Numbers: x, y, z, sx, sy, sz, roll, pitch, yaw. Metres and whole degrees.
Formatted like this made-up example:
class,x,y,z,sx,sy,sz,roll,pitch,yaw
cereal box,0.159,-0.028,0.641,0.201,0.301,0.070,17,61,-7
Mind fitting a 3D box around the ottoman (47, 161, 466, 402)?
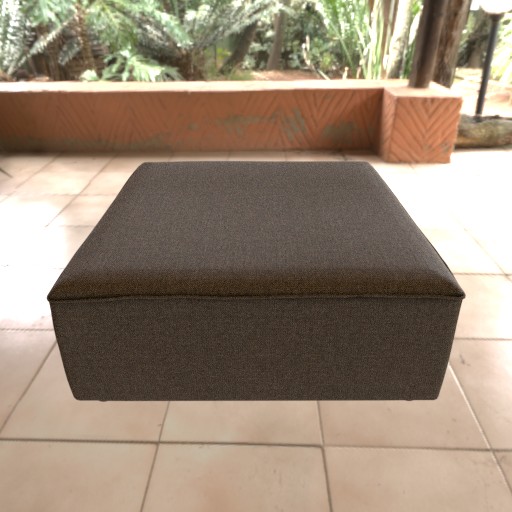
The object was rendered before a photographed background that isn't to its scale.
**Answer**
class,x,y,z,sx,sy,sz,roll,pitch,yaw
ottoman,0.000,0.000,1.552,1.017,0.423,1.023,0,29,0
